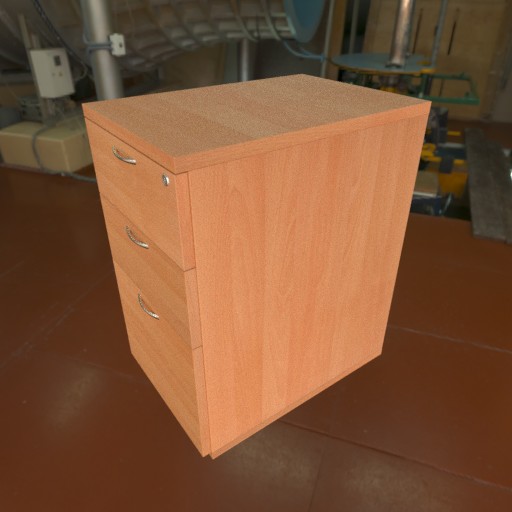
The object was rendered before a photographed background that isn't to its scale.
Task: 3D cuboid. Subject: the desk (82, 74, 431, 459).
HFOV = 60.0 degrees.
[{"bbox_3d":[0.000,0.000,1.091,0.600,0.730,0.404,-21,37,-30],"label":"desk"}]
